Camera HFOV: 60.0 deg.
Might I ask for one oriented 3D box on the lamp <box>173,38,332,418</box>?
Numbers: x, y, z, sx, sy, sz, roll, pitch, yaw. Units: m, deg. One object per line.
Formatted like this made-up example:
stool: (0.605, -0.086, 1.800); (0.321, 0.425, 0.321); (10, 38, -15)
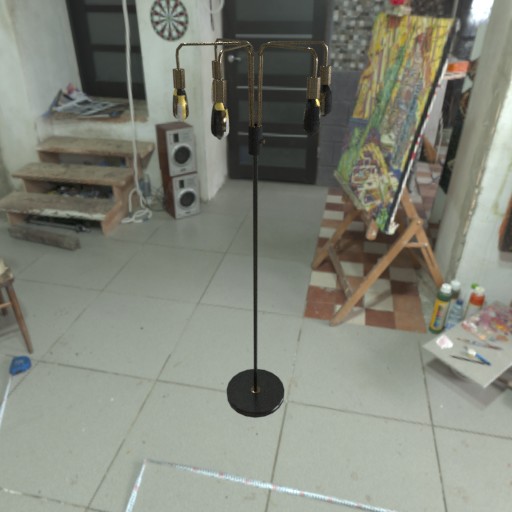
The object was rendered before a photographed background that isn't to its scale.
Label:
lamp: (0.000, 0.000, 1.970); (0.599, 1.721, 0.572); (-9, 31, -15)
